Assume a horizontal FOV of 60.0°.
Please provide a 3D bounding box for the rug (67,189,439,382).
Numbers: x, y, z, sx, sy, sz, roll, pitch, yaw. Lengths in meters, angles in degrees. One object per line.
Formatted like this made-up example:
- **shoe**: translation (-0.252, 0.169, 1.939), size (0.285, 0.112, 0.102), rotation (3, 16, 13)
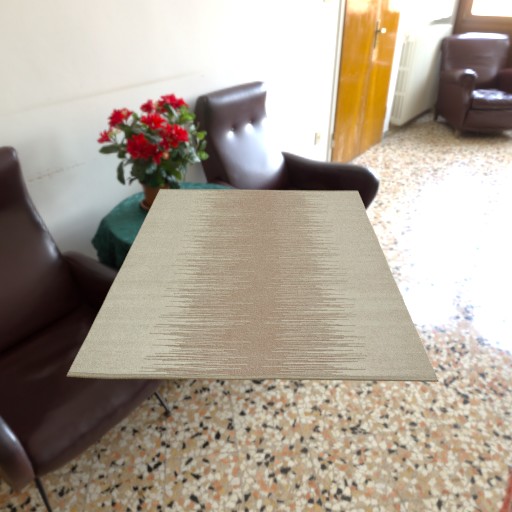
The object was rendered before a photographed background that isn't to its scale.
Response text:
- **rug**: translation (0.000, 0.000, 4.175), size (2.438, 0.013, 3.048), rotation (1, 32, 1)
